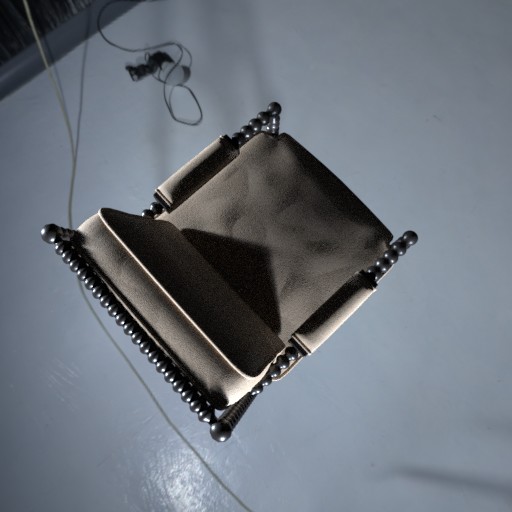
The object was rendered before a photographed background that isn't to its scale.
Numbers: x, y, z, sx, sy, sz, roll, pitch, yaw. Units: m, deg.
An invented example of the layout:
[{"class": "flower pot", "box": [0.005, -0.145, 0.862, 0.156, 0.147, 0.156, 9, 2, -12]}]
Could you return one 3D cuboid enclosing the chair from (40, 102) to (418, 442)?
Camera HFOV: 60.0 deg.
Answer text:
[{"class": "chair", "box": [0.000, 0.000, 1.177, 0.657, 0.703, 0.555, -42, 80, -9]}]
